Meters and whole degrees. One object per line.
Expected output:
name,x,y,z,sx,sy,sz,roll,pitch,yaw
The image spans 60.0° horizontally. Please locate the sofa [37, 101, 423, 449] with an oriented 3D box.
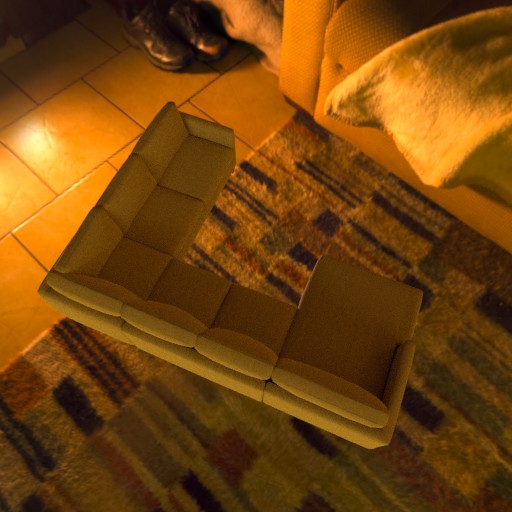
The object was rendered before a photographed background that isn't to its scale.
sofa,0.000,0.000,4.619,3.460,0.961,2.594,21,66,10
